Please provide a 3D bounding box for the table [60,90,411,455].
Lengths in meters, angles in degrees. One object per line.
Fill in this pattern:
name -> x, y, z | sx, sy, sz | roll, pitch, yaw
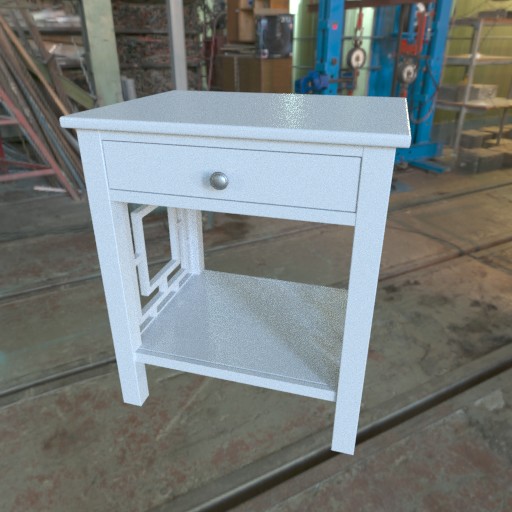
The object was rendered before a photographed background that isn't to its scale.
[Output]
table -> 0.000, 0.000, 0.999 | 0.564, 0.646, 0.451 | 7, 27, 14
